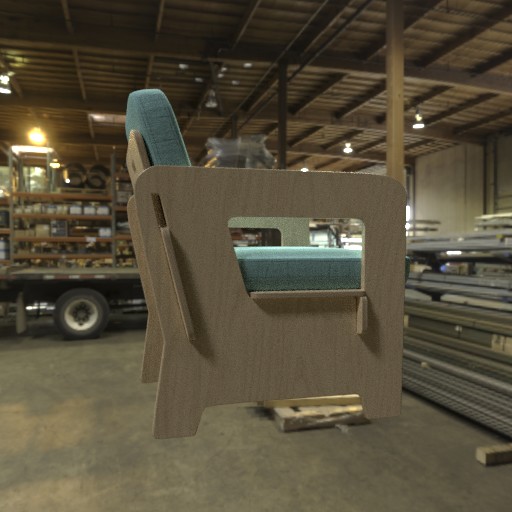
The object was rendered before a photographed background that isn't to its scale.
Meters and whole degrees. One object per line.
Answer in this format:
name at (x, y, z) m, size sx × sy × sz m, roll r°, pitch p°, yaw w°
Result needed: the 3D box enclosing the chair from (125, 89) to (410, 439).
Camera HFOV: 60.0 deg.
chair at (0.000, 0.000, 1.273) m, size 0.710 × 0.800 × 0.590 m, roll 0°, pitch 1°, yaw -18°
